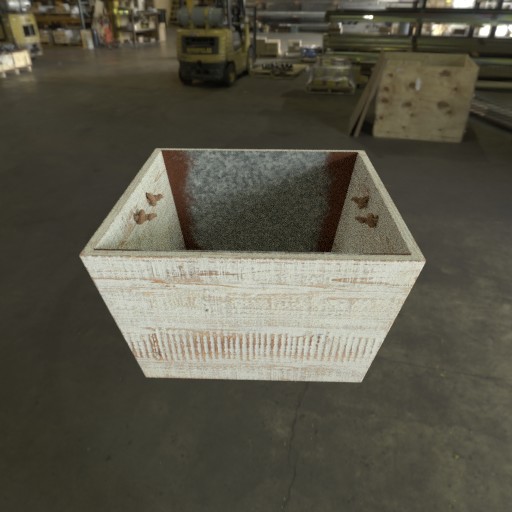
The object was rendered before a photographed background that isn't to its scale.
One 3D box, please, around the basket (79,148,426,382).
[{"bbox_3d":[0.000,0.000,0.766,0.545,0.247,0.413,1,31,2],"label":"basket"}]
